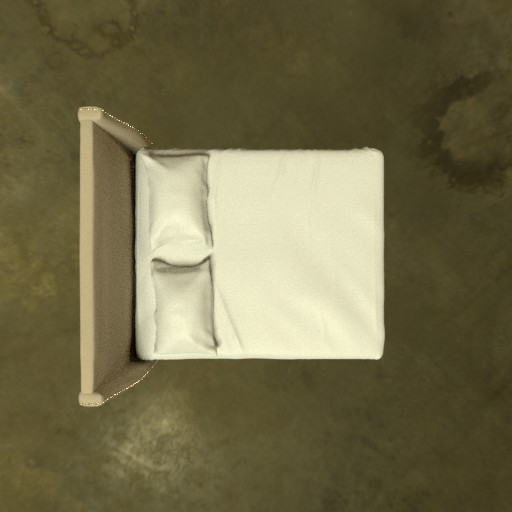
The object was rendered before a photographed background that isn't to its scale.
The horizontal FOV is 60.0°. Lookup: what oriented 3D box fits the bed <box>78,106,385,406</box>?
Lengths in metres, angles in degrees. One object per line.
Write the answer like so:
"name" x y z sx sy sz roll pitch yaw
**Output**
"bed" 0.000 0.000 3.455 2.276 1.332 1.925 0 90 0
